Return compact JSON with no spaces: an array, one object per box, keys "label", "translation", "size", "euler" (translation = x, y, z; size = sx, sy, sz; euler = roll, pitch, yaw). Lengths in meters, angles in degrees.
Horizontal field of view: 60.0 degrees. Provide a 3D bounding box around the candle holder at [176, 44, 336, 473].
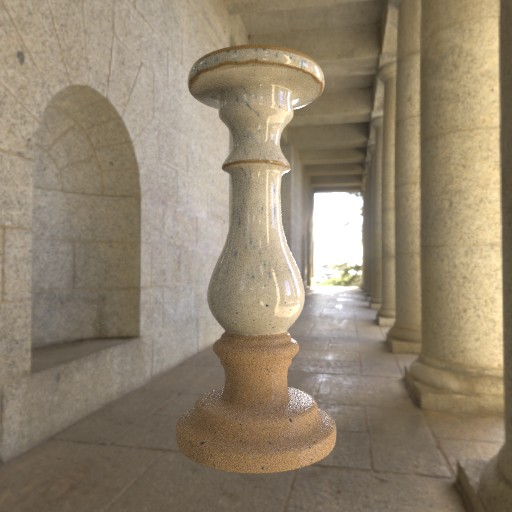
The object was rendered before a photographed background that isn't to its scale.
[{"label":"candle holder","translation":[0.000,0.000,0.247],"size":[0.088,0.203,0.088],"euler":[0,-1,0]}]
